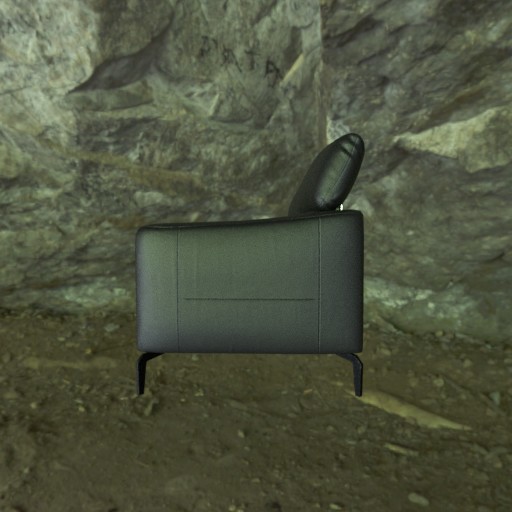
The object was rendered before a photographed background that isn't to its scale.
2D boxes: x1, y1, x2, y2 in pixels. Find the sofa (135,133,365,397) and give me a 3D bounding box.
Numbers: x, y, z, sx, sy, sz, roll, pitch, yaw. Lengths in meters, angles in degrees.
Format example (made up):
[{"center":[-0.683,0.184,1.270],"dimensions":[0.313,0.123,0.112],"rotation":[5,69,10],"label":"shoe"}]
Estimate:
[{"center":[0.000,0.000,2.534],"dimensions":[0.856,0.957,2.069],"rotation":[0,1,1],"label":"sofa"}]
